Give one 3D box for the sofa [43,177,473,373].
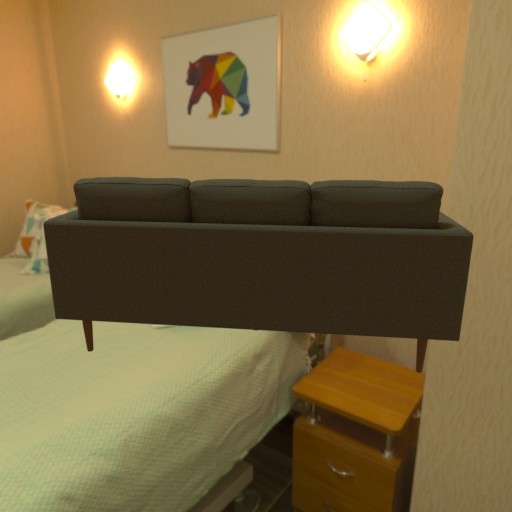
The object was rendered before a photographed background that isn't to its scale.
[{"bbox_3d":[0.000,0.000,2.493,2.029,0.912,0.802,2,16,7],"label":"sofa"}]
